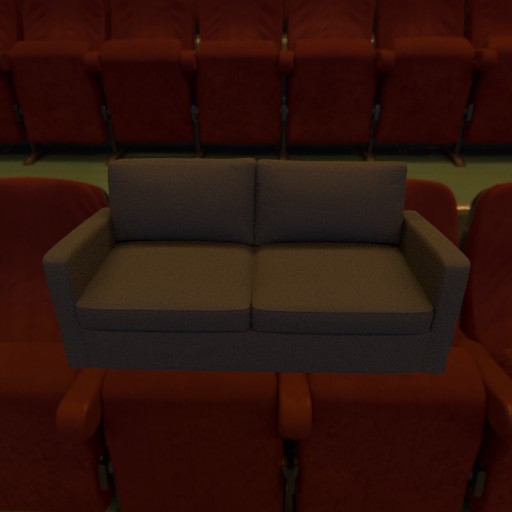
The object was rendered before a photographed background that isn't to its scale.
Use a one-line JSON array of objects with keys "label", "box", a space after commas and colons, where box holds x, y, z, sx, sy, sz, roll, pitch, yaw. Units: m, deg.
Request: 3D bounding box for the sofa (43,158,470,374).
[{"label": "sofa", "box": [0.000, 0.000, 2.318, 1.852, 0.839, 0.898, 1, 30, 1]}]
